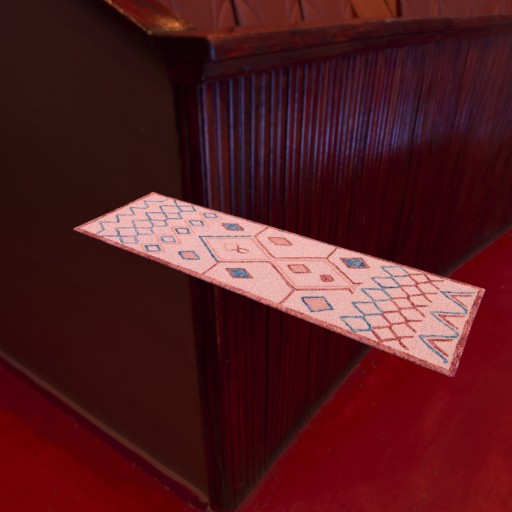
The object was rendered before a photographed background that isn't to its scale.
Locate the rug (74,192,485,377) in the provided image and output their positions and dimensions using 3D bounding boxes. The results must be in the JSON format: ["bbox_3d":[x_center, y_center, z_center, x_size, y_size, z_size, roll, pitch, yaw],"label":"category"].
[{"bbox_3d":[0.000,0.000,2.670,2.435,0.011,0.750,18,36,28],"label":"rug"}]
